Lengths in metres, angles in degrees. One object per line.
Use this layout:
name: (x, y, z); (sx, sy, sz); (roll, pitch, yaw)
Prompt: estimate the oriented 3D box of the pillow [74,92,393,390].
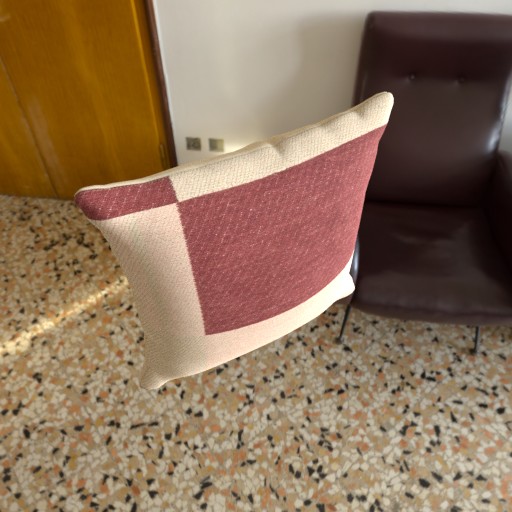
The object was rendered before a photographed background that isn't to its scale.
pillow: (0.000, 0.000, 0.806); (0.536, 0.506, 0.229); (-22, 51, -19)
